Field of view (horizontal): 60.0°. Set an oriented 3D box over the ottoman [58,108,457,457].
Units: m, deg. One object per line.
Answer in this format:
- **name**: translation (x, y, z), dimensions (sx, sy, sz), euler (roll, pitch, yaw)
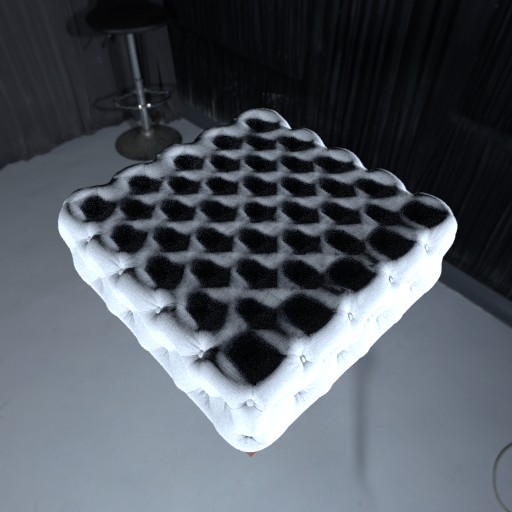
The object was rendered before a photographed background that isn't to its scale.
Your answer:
- **ottoman**: translation (0.000, 0.000, 1.206), dimensions (0.758, 0.365, 0.764), euler (-35, 56, -28)
